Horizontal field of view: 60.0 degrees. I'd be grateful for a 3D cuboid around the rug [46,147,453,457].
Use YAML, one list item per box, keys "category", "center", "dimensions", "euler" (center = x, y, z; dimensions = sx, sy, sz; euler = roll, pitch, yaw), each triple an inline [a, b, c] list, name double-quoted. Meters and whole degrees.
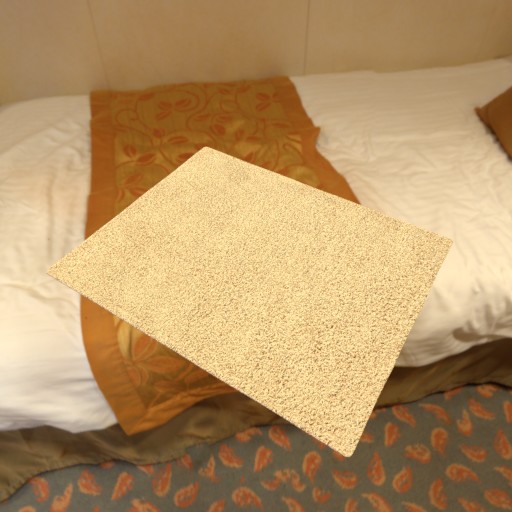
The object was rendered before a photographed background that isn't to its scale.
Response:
- category: "rug"
  center: [0.000, 0.000, 4.206]
  dimensions: [3.047, 0.029, 2.438]
  euler: [25, 52, 22]
